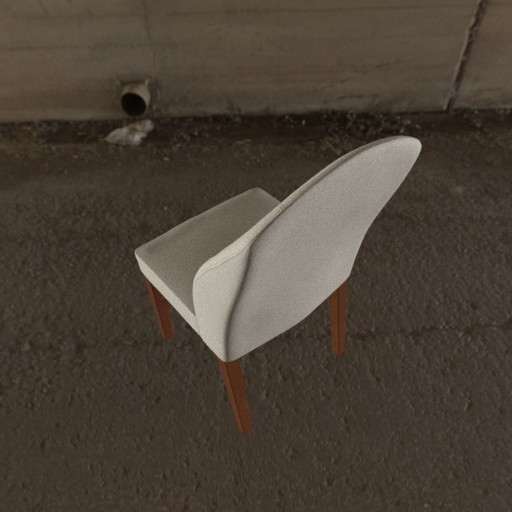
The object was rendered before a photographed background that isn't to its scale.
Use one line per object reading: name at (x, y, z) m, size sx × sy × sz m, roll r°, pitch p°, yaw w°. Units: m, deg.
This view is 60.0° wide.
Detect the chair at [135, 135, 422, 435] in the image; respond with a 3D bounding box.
chair at (0.000, 0.000, 1.198) m, size 0.472 × 0.893 × 0.540 m, roll -31°, pitch 53°, yaw -27°
